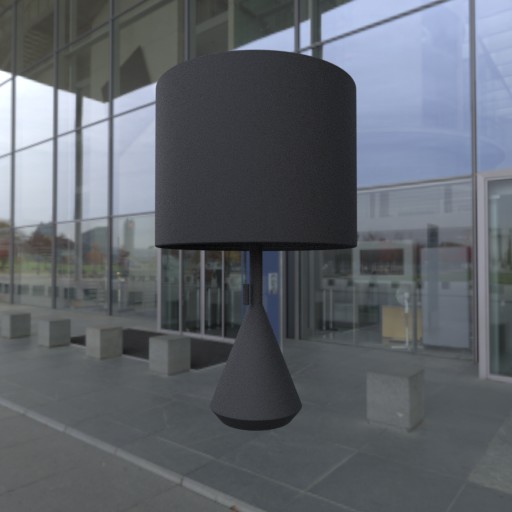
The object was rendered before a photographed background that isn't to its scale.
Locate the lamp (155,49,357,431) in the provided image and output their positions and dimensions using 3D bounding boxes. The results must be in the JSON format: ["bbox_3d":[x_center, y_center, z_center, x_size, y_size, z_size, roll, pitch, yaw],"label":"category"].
[{"bbox_3d":[0.000,0.000,0.806,0.359,0.584,0.359,1,-1,-37],"label":"lamp"}]
